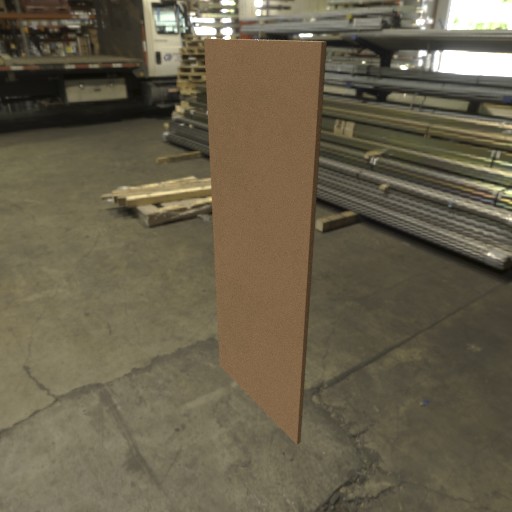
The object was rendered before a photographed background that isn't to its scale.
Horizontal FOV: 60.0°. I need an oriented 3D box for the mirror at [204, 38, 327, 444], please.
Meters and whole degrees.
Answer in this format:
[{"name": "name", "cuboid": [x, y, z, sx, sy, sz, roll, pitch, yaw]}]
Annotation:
[{"name": "mirror", "cuboid": [0.000, 0.000, 2.316, 0.026, 2.031, 0.812, -18, 32, -32]}]
